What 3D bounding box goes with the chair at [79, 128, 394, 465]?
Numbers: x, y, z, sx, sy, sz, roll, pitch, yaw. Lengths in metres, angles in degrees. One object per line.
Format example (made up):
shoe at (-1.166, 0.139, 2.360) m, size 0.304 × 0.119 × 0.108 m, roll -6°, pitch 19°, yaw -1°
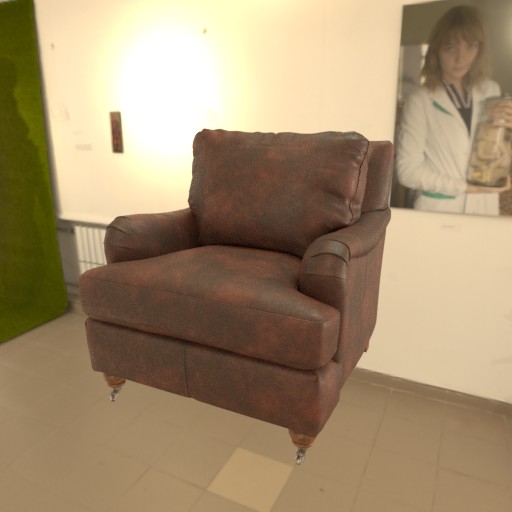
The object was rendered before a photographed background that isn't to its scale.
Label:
chair at (0.000, 0.000, 1.907) m, size 0.987 × 1.051 × 1.156 m, roll 8°, pitch 18°, yaw 25°
